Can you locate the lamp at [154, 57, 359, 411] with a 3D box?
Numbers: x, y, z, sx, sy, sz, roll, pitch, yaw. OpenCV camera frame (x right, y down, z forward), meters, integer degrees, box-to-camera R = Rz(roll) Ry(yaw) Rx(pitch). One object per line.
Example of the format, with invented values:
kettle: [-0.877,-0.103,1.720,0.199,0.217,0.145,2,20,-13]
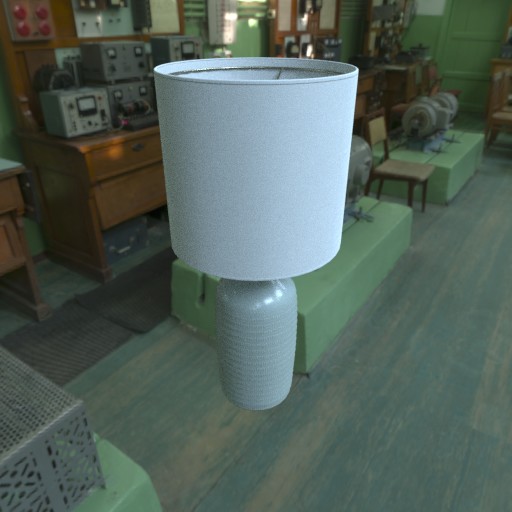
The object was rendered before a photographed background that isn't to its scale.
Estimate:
lamp: [0.000,0.000,0.601,0.220,0.475,0.220,17,33,28]
